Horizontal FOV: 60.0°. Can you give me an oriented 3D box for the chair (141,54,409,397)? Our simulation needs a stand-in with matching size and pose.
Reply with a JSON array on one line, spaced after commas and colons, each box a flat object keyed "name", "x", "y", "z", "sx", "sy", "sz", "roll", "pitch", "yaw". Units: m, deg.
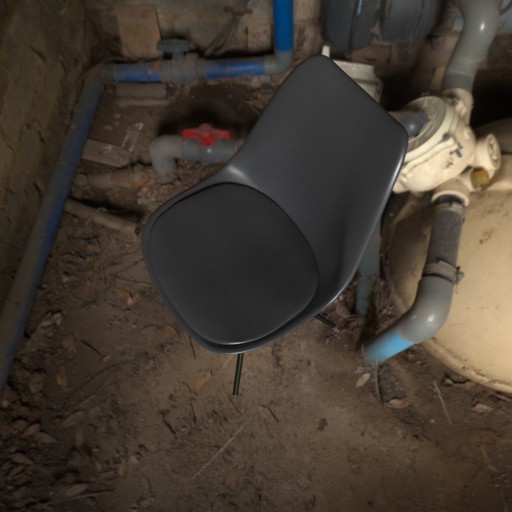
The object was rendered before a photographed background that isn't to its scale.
[{"name": "chair", "x": 0.000, "y": 0.000, "z": 1.154, "sx": 0.525, "sy": 0.850, "sz": 0.461, "roll": -31, "pitch": 68, "yaw": -14}]
